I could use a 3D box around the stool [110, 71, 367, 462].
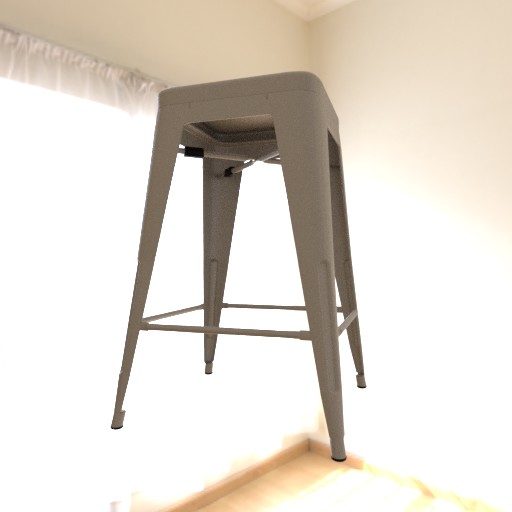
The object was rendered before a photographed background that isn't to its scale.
[{"bbox_3d":[0.000,0.000,0.904,0.410,0.608,0.410,0,0,18],"label":"stool"}]
